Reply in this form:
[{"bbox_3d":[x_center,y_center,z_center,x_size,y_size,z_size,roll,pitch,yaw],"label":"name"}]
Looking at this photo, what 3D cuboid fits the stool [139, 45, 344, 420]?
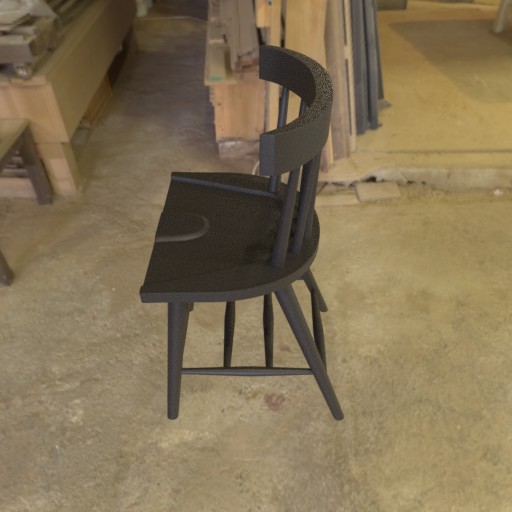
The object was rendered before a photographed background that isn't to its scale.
[{"bbox_3d":[0.000,0.000,1.217,0.549,0.953,0.494,0,42,0],"label":"stool"}]
